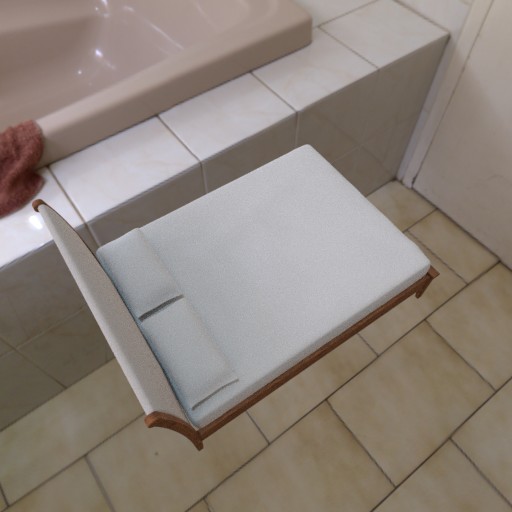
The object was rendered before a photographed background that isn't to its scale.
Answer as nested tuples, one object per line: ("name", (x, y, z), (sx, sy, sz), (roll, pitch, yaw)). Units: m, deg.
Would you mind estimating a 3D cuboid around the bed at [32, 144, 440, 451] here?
("bed", (0.000, 0.000, 2.973), (2.108, 1.135, 1.502), (-30, 63, -17))
